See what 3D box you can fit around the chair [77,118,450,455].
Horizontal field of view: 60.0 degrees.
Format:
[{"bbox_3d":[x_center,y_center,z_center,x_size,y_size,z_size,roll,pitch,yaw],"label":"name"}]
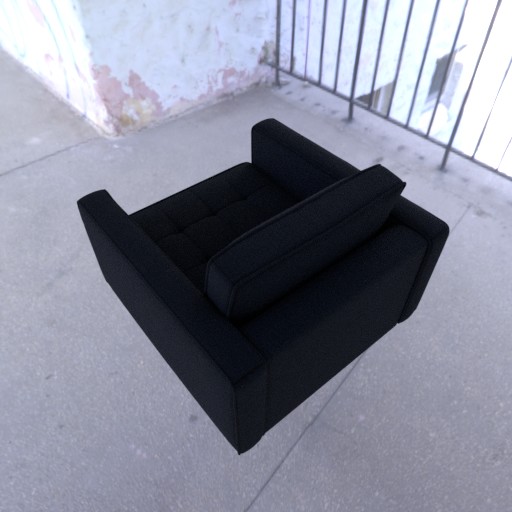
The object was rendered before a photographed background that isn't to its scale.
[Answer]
[{"bbox_3d":[0.000,0.000,1.610,0.899,0.770,0.920,-31,54,-26],"label":"chair"}]
